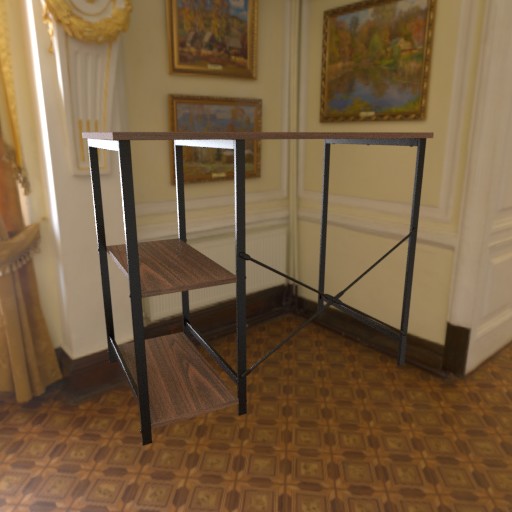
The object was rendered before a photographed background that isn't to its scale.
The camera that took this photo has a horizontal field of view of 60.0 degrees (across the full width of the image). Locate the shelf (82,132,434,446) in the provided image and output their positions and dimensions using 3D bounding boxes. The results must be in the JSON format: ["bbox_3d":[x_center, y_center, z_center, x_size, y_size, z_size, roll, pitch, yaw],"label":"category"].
[{"bbox_3d":[0.000,0.000,1.396,0.902,0.750,0.498,-8,17,-26],"label":"shelf"}]
